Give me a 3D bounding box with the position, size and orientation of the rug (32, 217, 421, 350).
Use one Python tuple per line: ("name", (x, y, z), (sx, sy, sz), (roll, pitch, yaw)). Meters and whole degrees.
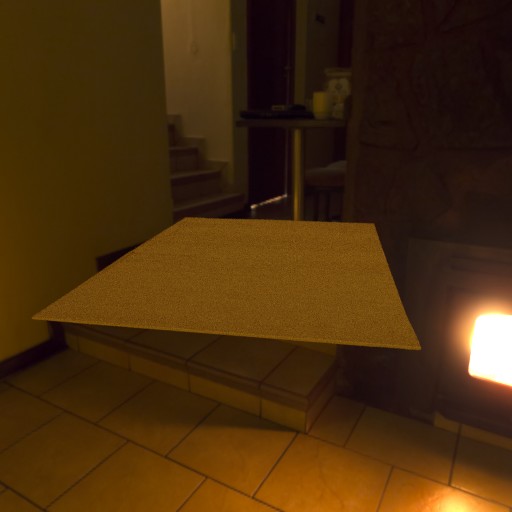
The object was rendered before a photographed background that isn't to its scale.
("rug", (0.000, 0.000, 4.187), (2.434, 0.045, 3.202), (3, 17, 9))
